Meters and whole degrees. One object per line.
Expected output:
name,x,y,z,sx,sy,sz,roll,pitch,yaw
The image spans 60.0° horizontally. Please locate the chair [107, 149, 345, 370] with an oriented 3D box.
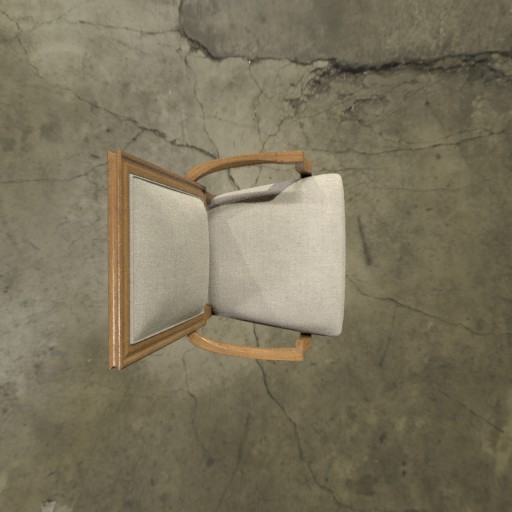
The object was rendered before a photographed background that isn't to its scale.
chair,0.000,0.000,1.342,0.602,0.990,0.606,0,91,-2
